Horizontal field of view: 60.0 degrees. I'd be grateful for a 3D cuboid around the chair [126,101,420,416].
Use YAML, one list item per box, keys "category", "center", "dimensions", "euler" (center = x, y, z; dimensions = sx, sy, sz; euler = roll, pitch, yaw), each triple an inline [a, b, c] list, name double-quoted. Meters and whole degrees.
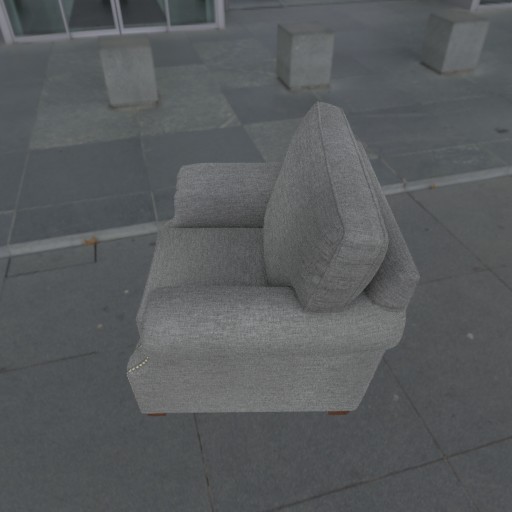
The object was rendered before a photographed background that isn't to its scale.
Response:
- category: "chair"
  center: [0.000, 0.000, 1.836]
  dimensions: [0.965, 0.961, 1.092]
  euler: [-1, 40, -1]
